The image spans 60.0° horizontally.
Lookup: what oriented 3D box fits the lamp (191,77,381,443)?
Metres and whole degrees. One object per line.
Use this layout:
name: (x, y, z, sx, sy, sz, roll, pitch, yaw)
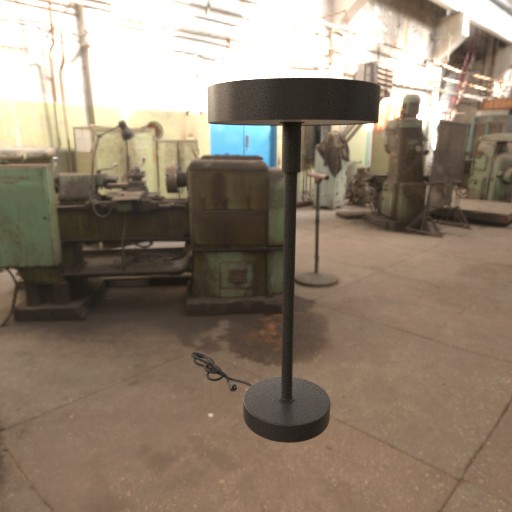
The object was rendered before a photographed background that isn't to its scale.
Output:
lamp: (0.000, 0.000, 0.706, 0.229, 0.508, 0.369, -14, 20, -43)
